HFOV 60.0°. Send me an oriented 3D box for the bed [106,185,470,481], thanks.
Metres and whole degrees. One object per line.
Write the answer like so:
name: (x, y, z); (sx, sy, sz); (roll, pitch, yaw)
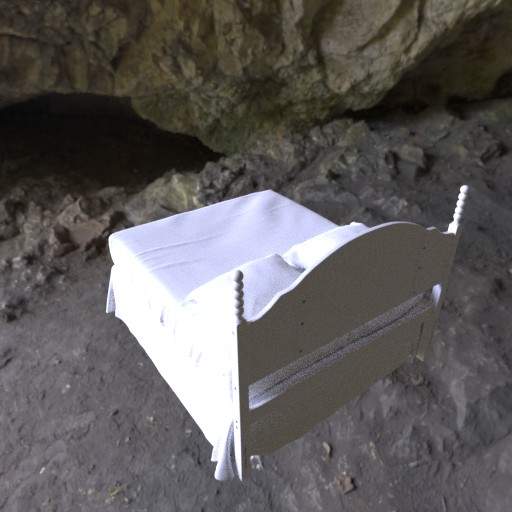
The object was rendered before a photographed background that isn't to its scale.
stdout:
bed: (0.000, 0.000, 3.221); (1.873, 1.356, 2.040); (-20, 36, -30)
